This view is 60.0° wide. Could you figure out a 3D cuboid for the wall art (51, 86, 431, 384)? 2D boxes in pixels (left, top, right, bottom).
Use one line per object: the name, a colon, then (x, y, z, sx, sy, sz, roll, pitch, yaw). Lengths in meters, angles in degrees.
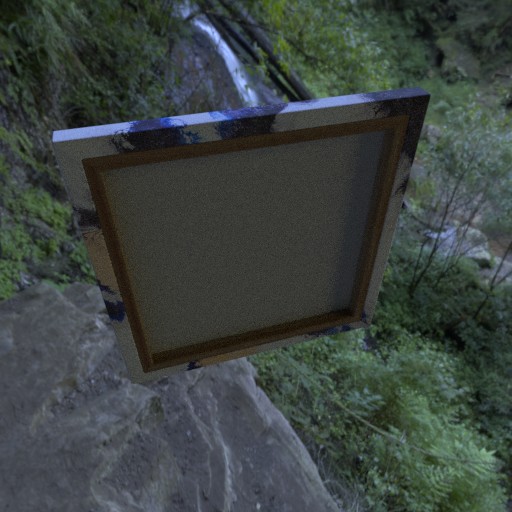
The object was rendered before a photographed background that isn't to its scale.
wall art: (0.000, 0.000, 0.898, 0.609, 0.609, 0.039, -11, 43, -12)
